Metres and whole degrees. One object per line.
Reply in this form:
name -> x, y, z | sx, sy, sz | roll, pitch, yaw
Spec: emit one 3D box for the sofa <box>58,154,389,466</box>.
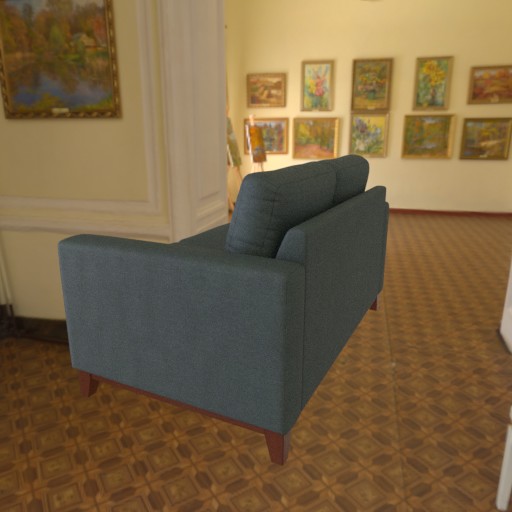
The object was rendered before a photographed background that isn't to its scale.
sofa -> 0.000, 0.000, 2.099 | 0.955, 0.903, 1.489 | 8, 17, 25
